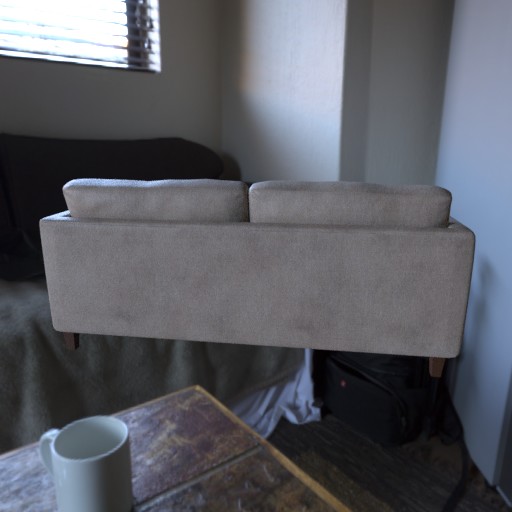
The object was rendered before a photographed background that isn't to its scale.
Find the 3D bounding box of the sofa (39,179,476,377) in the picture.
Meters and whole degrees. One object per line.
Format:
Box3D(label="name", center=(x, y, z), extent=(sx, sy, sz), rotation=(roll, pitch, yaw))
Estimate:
Box3D(label="sofa", center=(0.000, 0.000, 2.687), extent=(2.208, 0.965, 0.951), rotation=(2, 16, 8))
